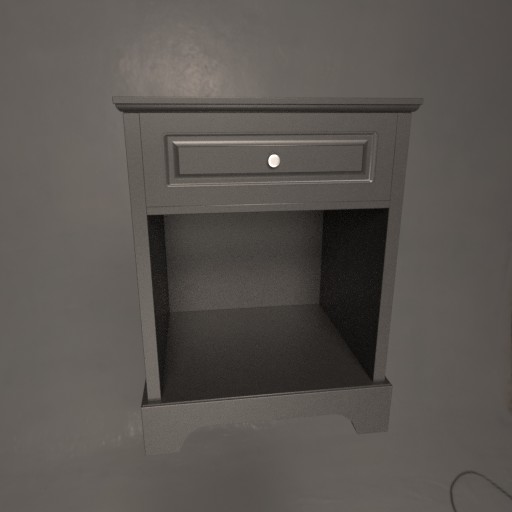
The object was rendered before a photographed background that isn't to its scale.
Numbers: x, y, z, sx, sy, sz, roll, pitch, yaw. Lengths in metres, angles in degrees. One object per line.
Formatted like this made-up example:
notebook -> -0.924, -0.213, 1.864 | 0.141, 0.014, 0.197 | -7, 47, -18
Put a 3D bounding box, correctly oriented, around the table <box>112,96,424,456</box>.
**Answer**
table -> 0.000, 0.000, 0.924 | 0.460, 0.610, 0.399 | -2, 18, -8
